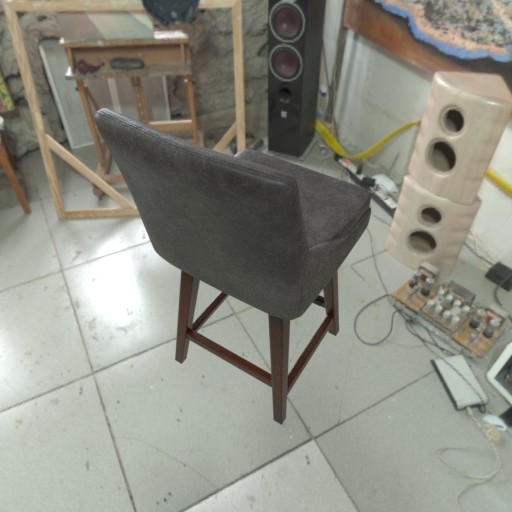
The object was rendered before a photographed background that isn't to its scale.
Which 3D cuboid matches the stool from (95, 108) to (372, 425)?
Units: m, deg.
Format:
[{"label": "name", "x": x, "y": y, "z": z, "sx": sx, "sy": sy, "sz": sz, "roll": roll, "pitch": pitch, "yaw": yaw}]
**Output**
[{"label": "stool", "x": 0.000, "y": 0.000, "z": 1.344, "sx": 0.492, "sy": 1.046, "sz": 0.587, "roll": 24, "pitch": 50, "yaw": 22}]
